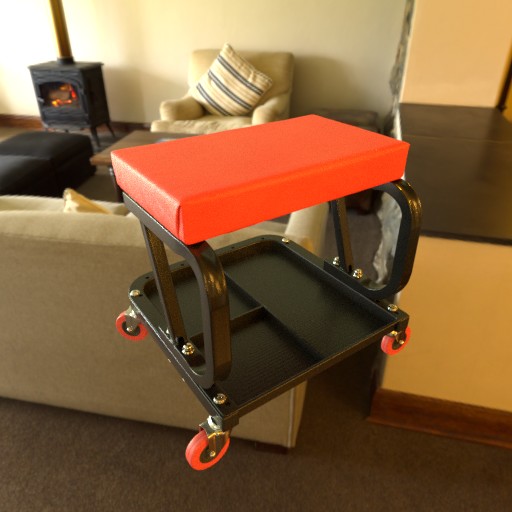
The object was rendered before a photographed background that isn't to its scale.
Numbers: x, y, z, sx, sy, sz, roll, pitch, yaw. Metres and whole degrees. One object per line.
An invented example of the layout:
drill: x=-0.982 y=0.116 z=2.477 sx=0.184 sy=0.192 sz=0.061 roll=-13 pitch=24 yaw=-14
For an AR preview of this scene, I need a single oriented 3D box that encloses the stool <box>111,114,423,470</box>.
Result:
stool: x=0.000 y=0.000 z=0.729 sx=0.446 sy=0.380 sz=0.371 roll=-20 pitch=36 yaw=-29
